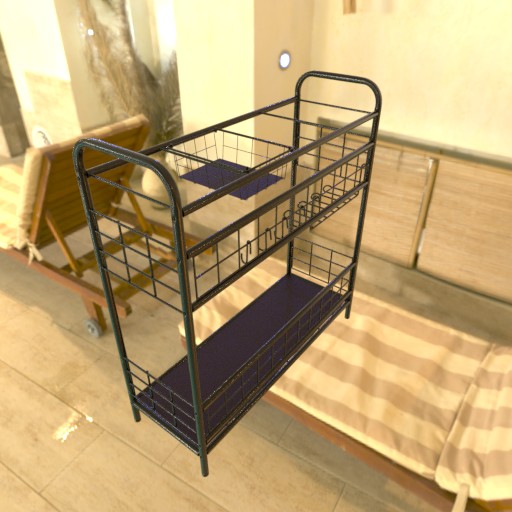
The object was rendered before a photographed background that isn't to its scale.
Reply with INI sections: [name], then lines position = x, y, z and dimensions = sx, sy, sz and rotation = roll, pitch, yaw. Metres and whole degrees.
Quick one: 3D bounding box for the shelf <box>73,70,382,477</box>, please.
[shelf]
position = 0.000, 0.000, 1.507
dimensions = 0.350, 1.026, 0.961
rotation = 23, 40, 31
